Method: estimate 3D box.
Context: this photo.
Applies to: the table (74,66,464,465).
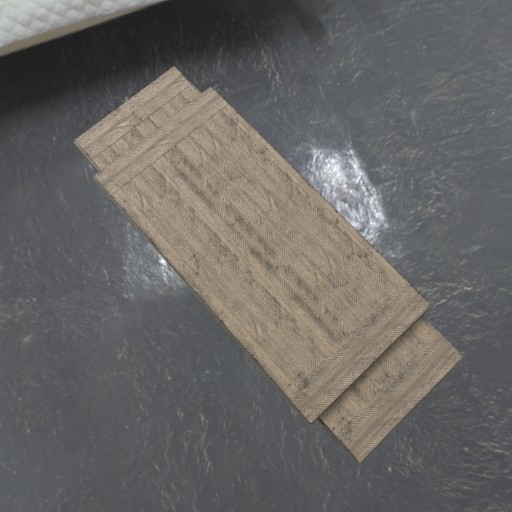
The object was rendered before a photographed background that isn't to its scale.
[{"bbox_3d":[0.000,0.000,1.521,0.489,0.427,1.312,-41,79,-10],"label":"table"}]
